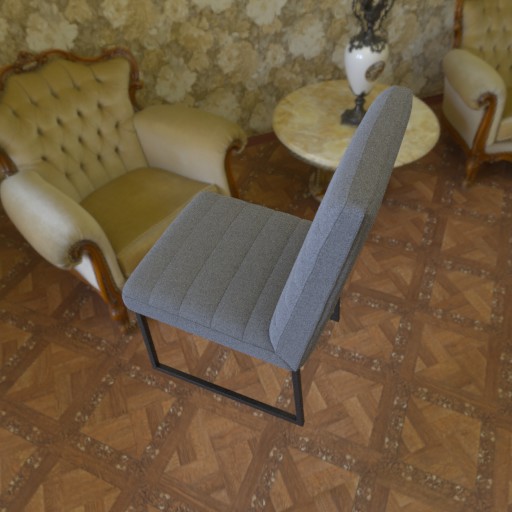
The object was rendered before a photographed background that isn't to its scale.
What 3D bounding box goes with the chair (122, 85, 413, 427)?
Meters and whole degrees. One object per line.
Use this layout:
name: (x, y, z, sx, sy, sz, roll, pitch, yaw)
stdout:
chair: (0.000, 0.000, 1.302, 0.634, 0.930, 0.520, 16, 48, 15)
